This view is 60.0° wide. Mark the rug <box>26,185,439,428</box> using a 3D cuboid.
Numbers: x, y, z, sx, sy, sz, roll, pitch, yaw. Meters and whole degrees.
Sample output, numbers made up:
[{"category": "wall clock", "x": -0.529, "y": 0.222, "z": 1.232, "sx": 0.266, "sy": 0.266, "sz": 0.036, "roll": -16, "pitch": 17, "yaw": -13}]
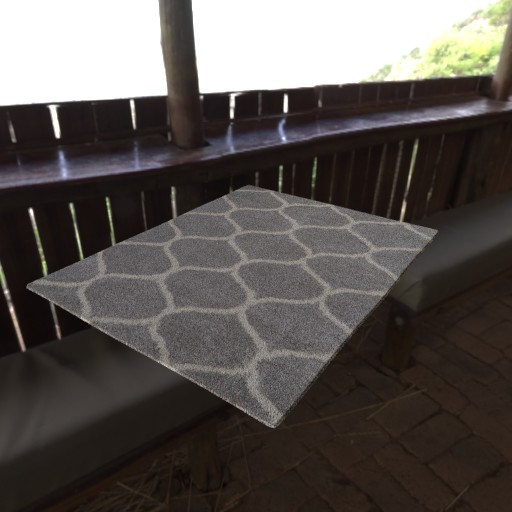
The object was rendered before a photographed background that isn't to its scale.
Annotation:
[{"category": "rug", "x": 0.000, "y": 0.000, "z": 3.996, "sx": 2.399, "sy": 0.026, "sz": 3.000, "roll": 19, "pitch": 33, "yaw": 31}]
